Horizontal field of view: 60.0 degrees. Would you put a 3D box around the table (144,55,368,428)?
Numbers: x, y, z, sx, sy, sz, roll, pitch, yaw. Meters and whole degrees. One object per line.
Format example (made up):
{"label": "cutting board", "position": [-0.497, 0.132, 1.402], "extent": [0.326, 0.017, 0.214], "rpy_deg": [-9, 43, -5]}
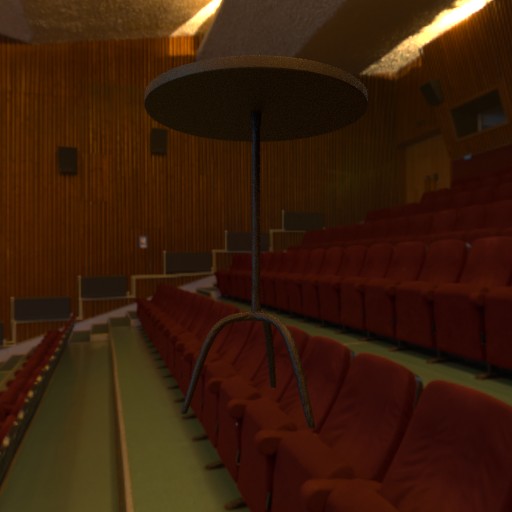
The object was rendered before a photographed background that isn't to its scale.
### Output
{"label": "table", "position": [0.000, 0.000, 1.025], "extent": [0.502, 0.700, 0.502], "rpy_deg": [0, 0, -20]}
